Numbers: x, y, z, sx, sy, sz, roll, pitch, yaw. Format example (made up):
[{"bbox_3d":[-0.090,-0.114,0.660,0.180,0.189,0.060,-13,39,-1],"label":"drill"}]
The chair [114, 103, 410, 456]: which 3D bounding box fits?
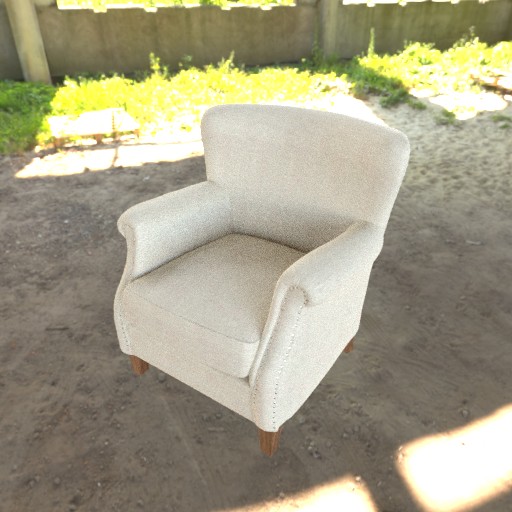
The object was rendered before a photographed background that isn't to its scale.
[{"bbox_3d":[0.000,0.000,1.672,0.861,0.936,0.921,19,36,29],"label":"chair"}]
